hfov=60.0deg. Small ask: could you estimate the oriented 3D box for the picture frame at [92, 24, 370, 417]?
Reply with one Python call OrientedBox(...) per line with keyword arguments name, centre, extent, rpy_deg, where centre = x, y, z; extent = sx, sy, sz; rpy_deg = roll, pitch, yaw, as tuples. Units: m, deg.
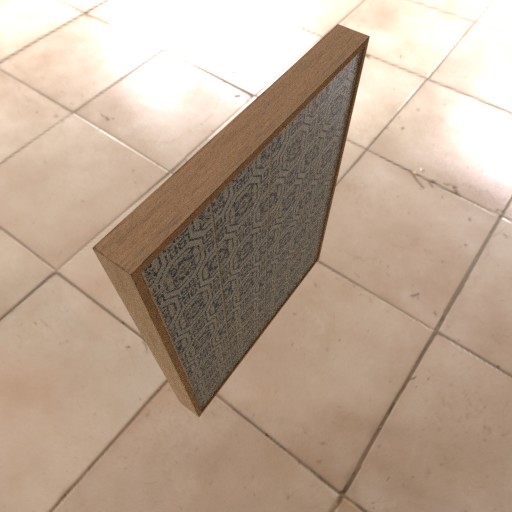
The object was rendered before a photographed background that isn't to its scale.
OrientedBox(name="picture frame", centre=(0.000, 0.000, 0.689), extent=(0.046, 0.526, 0.421), rpy_deg=(31, 63, 18))
